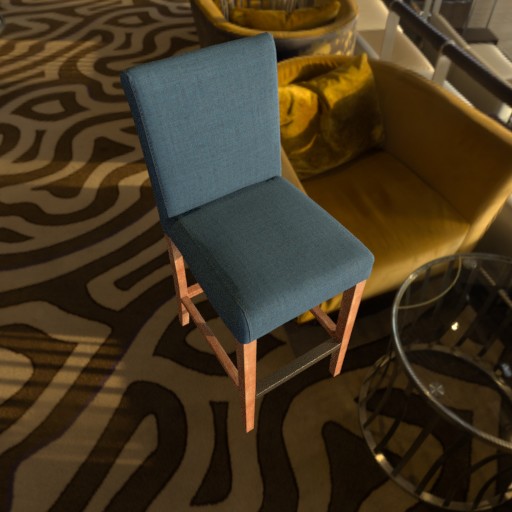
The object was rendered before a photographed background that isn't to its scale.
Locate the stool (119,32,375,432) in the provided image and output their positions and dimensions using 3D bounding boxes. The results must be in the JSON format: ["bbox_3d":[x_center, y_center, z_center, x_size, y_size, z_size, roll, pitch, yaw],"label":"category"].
[{"bbox_3d":[0.000,0.000,1.379,0.454,1.088,0.574,-25,53,-21],"label":"stool"}]
